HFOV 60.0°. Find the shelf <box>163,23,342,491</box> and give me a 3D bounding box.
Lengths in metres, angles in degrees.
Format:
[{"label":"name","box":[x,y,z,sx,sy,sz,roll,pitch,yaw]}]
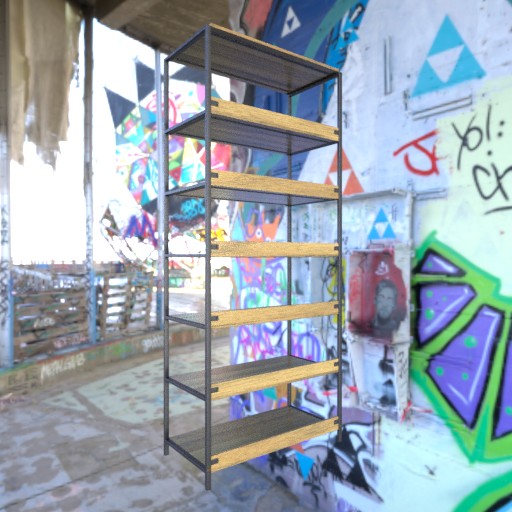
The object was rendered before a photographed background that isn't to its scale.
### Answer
[{"label":"shelf","box":[0.000,0.000,2.325,0.847,2.015,0.431,0,0,-37]}]
